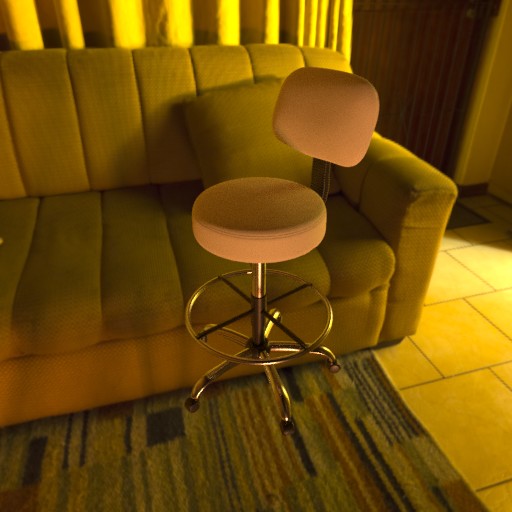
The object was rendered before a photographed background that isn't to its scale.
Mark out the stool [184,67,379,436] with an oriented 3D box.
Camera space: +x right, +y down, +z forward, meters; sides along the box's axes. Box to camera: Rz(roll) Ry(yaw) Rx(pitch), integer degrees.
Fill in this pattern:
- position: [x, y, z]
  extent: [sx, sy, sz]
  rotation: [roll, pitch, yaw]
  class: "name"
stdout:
- position: [0.000, 0.000, 1.448]
  extent: [0.616, 1.080, 0.609]
  rotation: [-22, 38, -31]
  class: "stool"
